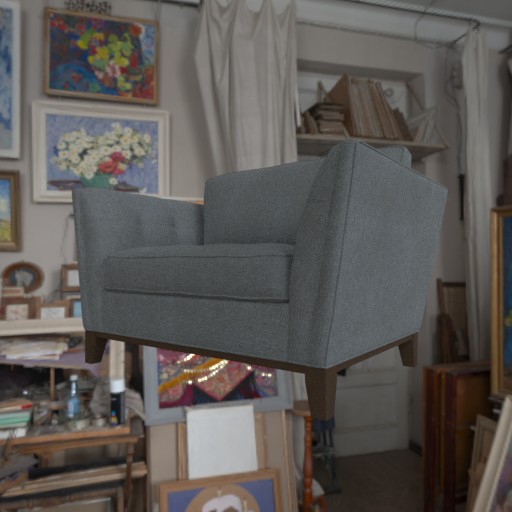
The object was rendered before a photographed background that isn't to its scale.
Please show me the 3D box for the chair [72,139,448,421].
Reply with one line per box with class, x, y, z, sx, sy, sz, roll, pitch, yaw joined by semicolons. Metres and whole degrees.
chair;0.000;0.000;1.978;1.396;0.942;0.965;-1;-1;37
